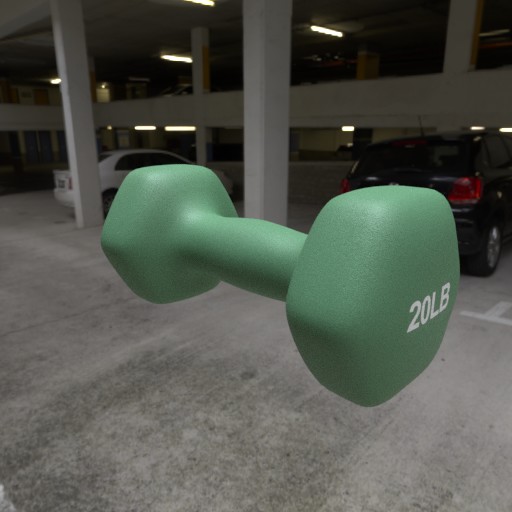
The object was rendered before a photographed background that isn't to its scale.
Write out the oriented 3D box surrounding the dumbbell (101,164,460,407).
[{"bbox_3d":[0.000,0.000,0.313,0.126,0.114,0.257,-15,22,-42],"label":"dumbbell"}]
